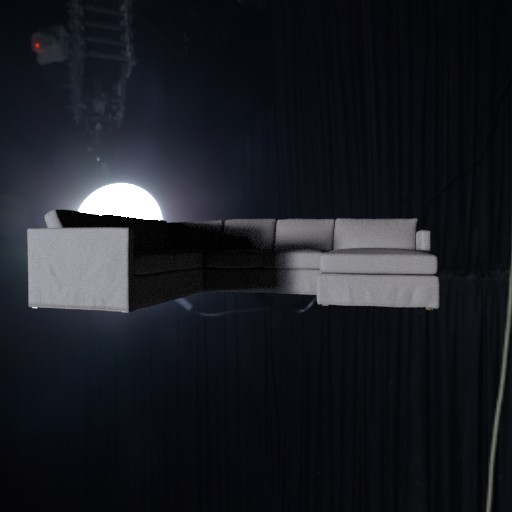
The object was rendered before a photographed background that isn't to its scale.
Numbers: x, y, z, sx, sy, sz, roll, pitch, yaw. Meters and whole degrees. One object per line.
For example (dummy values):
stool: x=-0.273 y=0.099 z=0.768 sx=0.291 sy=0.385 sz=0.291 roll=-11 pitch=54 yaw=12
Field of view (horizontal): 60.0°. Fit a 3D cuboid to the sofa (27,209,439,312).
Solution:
sofa: x=0.000 y=0.000 z=4.532 sx=3.460 sy=0.882 sz=2.427 roll=0 pitch=2 yaw=16
